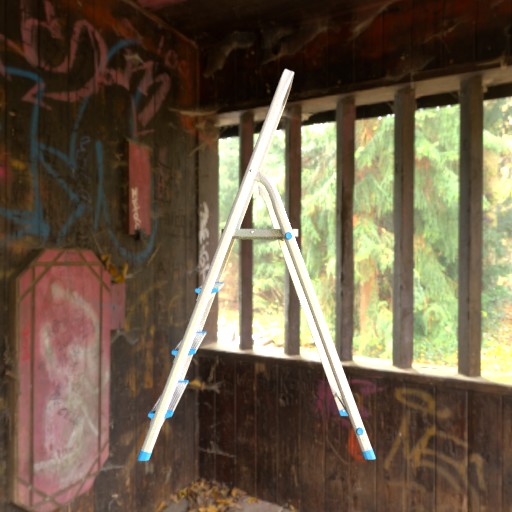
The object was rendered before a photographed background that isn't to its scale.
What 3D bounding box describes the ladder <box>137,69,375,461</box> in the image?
[{"bbox_3d":[0.000,0.000,1.777,0.842,1.434,0.445,0,0,-1],"label":"ladder"}]
